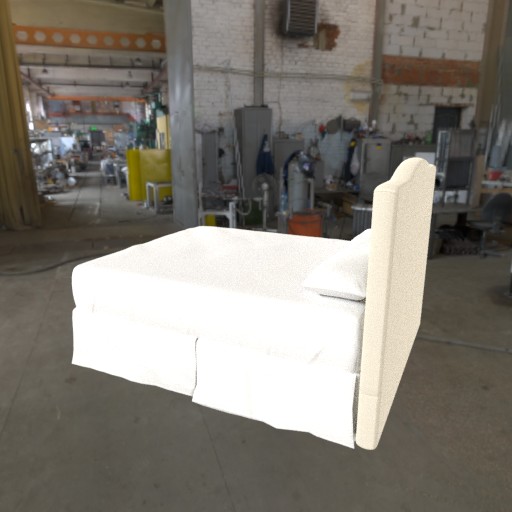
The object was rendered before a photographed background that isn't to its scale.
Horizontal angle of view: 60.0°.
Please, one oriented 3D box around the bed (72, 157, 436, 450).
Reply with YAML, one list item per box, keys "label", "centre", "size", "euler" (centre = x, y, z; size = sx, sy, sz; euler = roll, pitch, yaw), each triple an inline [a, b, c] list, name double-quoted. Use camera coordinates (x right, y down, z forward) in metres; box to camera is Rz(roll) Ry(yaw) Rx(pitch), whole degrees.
- label: "bed"
  centre: [0.000, 0.000, 3.241]
  size: [2.196, 1.449, 1.741]
  euler: [7, 17, 26]
